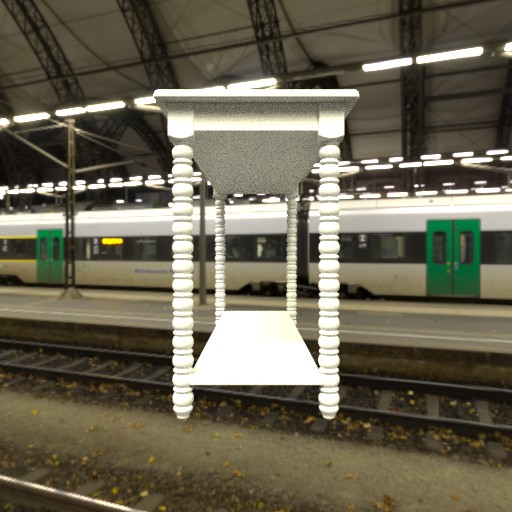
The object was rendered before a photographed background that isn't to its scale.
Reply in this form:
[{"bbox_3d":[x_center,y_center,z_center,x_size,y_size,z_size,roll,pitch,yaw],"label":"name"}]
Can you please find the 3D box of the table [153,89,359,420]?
[{"bbox_3d":[0.000,0.000,1.557,0.459,0.740,1.184,0,1,0],"label":"table"}]
